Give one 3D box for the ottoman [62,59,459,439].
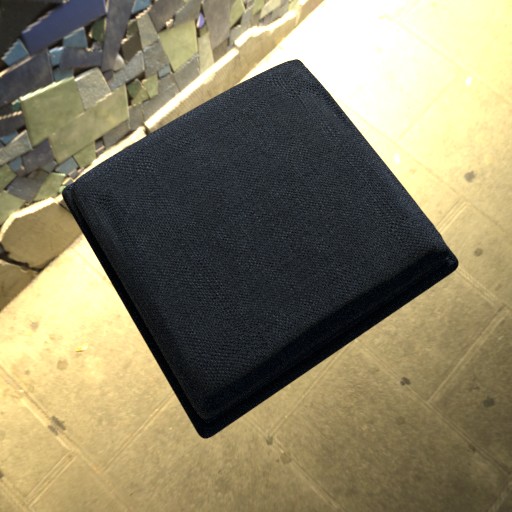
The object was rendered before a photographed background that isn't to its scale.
[{"bbox_3d":[0.000,0.000,0.836,0.454,0.493,0.436,-32,77,-8],"label":"ottoman"}]
